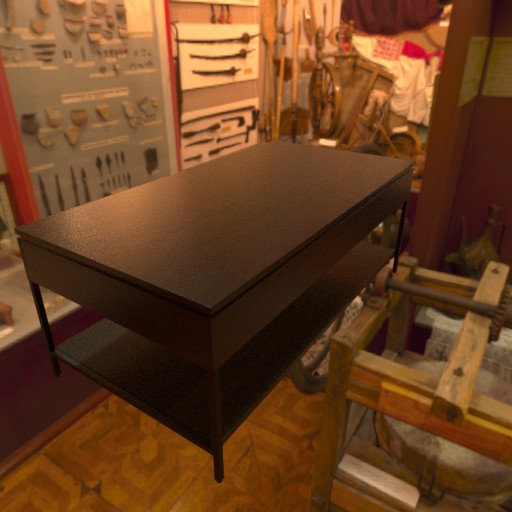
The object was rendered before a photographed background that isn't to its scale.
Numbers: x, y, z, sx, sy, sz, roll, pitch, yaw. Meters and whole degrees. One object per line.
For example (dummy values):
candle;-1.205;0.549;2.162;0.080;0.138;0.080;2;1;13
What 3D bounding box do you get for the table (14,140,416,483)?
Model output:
table;0.000;0.000;1.355;0.574;0.435;1.095;17;32;30
